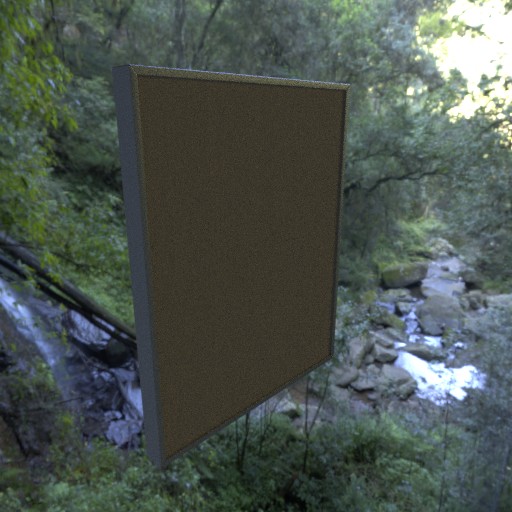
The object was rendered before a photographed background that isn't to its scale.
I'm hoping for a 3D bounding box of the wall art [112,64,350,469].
[{"bbox_3d":[0.000,0.000,0.739,0.039,0.553,0.445,16,24,42],"label":"wall art"}]
